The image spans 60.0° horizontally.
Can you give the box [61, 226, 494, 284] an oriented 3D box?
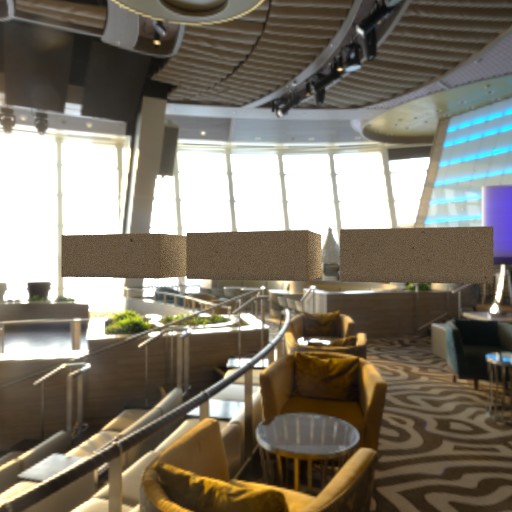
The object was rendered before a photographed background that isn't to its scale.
[{"bbox_3d":[0.000,0.000,0.495,0.461,0.051,0.082,0,0,18],"label":"box"}]
